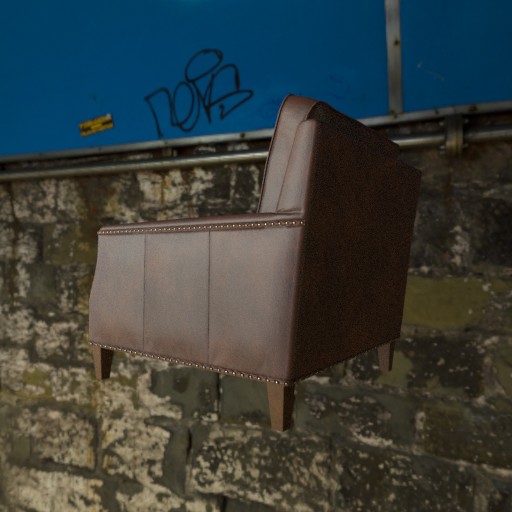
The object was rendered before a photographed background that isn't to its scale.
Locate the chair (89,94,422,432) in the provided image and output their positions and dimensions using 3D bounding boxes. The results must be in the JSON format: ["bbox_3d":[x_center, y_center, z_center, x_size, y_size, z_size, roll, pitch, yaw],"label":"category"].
[{"bbox_3d":[0.000,0.000,1.720,1.014,0.929,0.853,0,0,37],"label":"chair"}]
